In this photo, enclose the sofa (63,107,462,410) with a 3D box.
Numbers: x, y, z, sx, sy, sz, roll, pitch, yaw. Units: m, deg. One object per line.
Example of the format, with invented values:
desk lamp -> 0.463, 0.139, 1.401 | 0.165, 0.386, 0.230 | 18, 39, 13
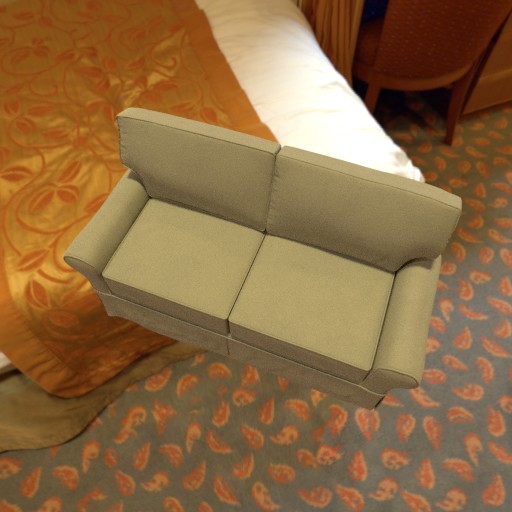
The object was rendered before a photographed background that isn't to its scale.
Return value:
sofa -> 0.000, 0.000, 2.303 | 1.823, 1.024, 0.841 | 18, 60, 11
